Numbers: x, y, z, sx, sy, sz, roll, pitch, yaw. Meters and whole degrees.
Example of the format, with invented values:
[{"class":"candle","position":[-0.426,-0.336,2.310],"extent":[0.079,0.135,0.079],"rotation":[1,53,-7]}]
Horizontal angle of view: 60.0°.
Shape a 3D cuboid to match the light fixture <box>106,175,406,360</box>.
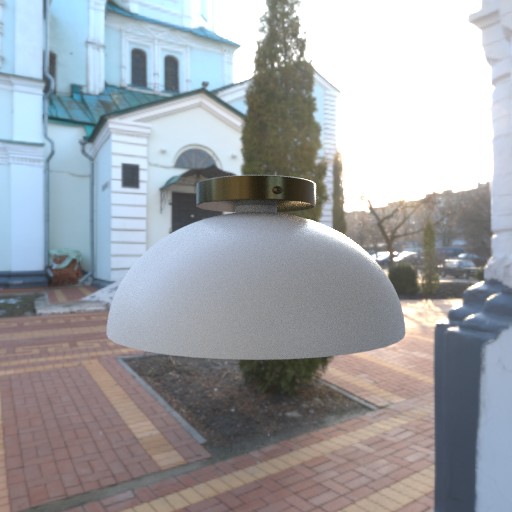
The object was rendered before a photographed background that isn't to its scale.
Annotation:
[{"class":"light fixture","position":[0.000,0.000,0.555],"extent":[0.355,0.177,0.355],"rotation":[0,0,0]}]
